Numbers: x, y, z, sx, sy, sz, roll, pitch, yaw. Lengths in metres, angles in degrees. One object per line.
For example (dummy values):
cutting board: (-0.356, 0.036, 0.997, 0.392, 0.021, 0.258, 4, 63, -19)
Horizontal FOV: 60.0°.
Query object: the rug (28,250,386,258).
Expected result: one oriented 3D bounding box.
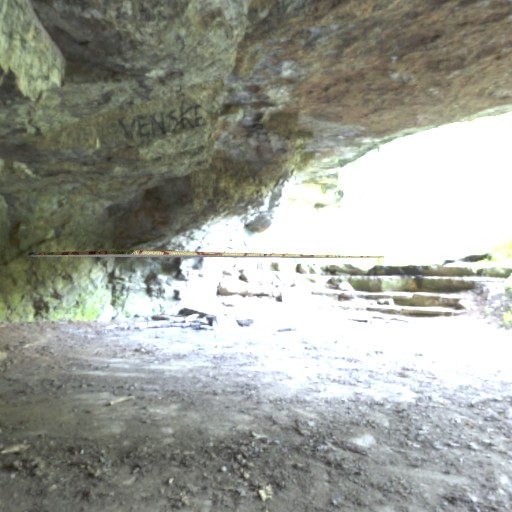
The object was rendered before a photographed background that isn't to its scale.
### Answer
rug: (0.000, 0.000, 2.540, 0.693, 0.016, 2.273, 0, -1, 37)
